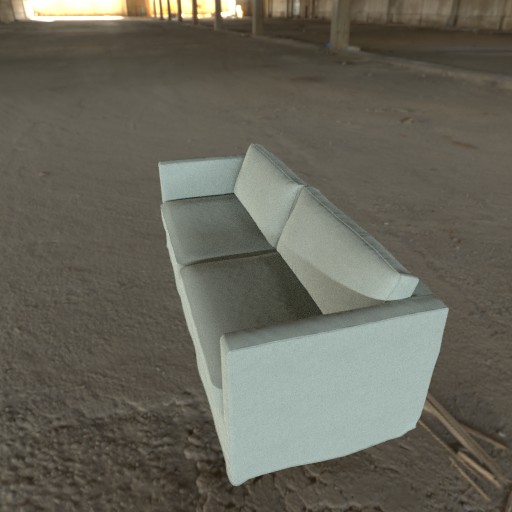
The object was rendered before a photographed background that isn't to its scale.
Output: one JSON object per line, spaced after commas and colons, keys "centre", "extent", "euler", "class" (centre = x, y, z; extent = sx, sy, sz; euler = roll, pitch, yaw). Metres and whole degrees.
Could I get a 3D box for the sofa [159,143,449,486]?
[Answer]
{"centre": [0.000, 0.000, 2.736], "extent": [0.962, 0.853, 2.312], "euler": [-8, 31, -15], "class": "sofa"}
